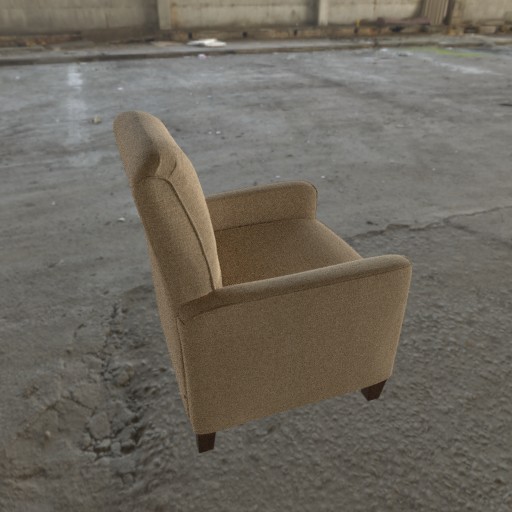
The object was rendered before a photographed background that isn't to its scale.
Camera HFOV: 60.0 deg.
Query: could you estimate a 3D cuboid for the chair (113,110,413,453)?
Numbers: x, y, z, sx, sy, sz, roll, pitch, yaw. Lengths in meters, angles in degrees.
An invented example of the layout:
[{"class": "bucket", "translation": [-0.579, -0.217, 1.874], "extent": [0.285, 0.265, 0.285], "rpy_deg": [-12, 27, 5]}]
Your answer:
[{"class": "chair", "translation": [0.000, 0.000, 1.663], "extent": [0.858, 1.028, 0.841], "rpy_deg": [-10, 32, -17]}]
